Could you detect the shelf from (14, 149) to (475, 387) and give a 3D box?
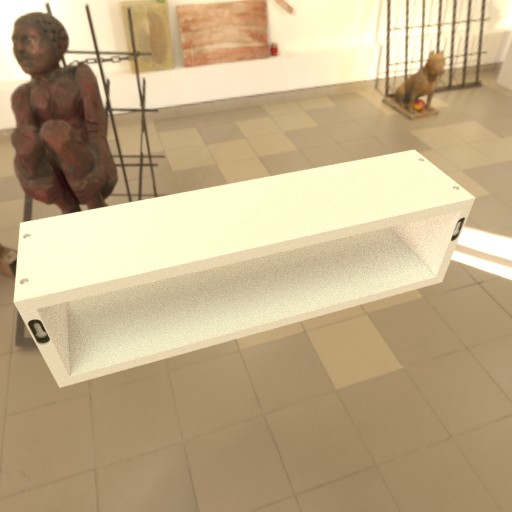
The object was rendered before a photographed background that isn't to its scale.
[{"bbox_3d":[0.000,0.000,0.666,0.610,0.170,0.150,-13,43,-14],"label":"shelf"}]
